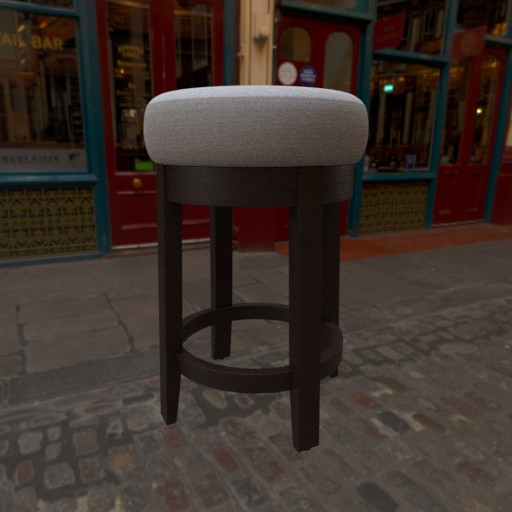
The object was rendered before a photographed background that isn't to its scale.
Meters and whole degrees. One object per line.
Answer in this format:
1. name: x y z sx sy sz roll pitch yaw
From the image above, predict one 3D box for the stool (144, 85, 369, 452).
1. stool: 0.000 0.000 0.960 0.443 0.672 0.443 0 14 0
